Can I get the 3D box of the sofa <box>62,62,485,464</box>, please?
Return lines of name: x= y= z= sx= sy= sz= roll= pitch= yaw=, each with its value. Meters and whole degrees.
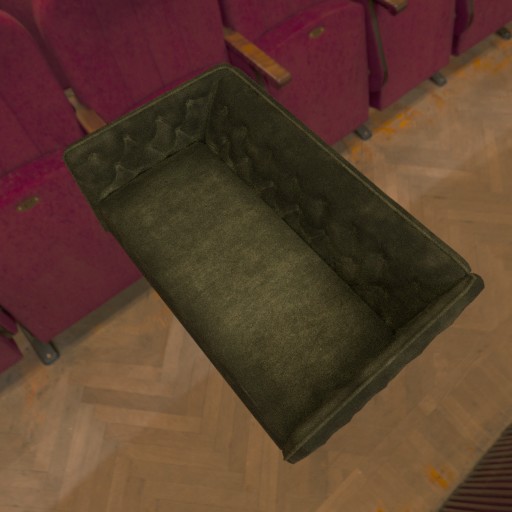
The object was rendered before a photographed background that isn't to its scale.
sofa: x=0.000 y=0.000 z=2.017 sx=0.895 sy=0.768 sz=1.537 roll=-36 pitch=68 yaw=-17
